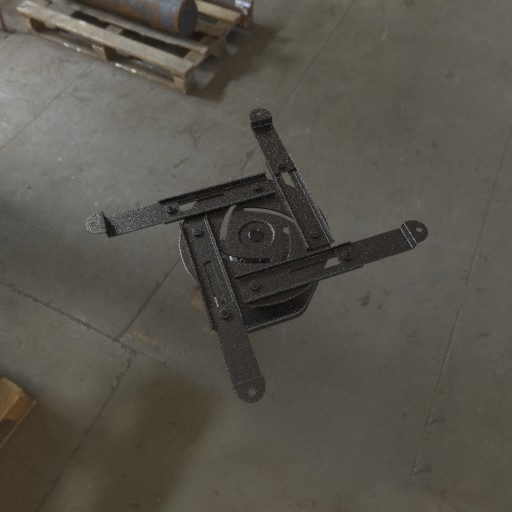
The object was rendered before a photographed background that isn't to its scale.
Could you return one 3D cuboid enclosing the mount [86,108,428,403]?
[{"bbox_3d":[0.000,0.000,0.603,0.394,0.141,0.394,-17,61,-10],"label":"mount"}]
